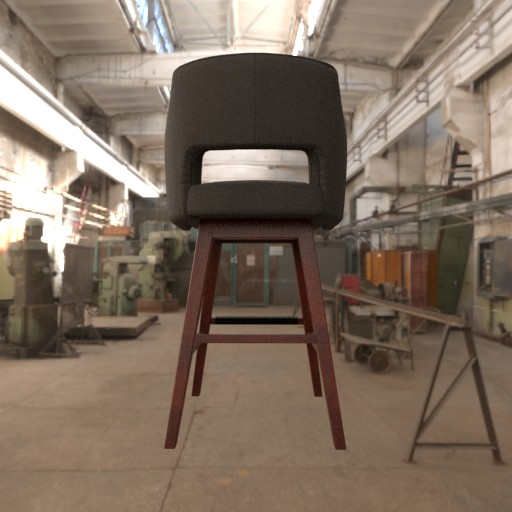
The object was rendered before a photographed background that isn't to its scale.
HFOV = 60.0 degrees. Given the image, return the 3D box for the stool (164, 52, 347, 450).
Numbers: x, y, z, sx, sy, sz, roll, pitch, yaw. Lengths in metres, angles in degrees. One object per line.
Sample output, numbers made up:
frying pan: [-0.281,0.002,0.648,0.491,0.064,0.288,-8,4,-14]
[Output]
stool: [0.000,0.000,1.365,0.548,1.012,0.558,0,-1,1]
